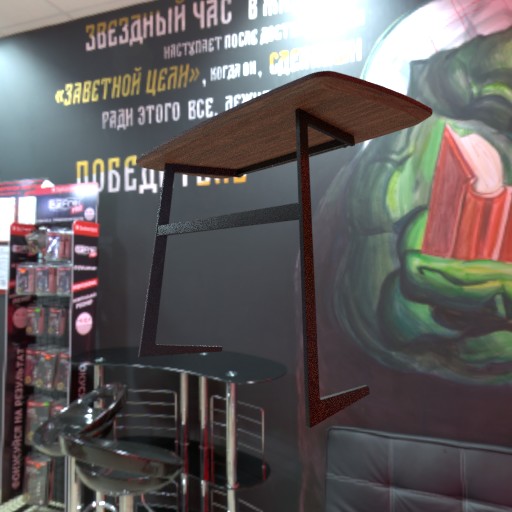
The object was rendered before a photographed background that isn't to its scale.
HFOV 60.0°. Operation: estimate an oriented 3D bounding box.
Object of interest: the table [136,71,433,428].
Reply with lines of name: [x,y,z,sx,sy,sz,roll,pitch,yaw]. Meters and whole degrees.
table: [0.000,0.000,1.100,0.361,0.576,0.804,1,-2,-37]
